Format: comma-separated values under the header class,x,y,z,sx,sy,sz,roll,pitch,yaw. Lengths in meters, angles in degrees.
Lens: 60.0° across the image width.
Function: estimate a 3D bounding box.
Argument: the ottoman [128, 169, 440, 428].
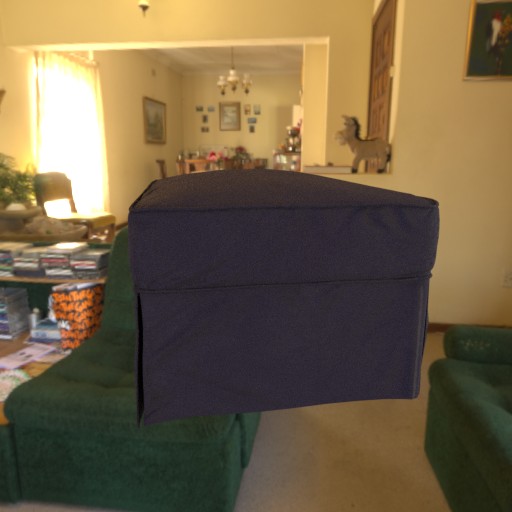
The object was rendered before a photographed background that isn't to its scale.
class,x,y,z,sx,sy,sz,roll,pitch,yaw
ottoman,0.000,0.000,1.316,0.637,0.503,0.938,-2,13,-9
